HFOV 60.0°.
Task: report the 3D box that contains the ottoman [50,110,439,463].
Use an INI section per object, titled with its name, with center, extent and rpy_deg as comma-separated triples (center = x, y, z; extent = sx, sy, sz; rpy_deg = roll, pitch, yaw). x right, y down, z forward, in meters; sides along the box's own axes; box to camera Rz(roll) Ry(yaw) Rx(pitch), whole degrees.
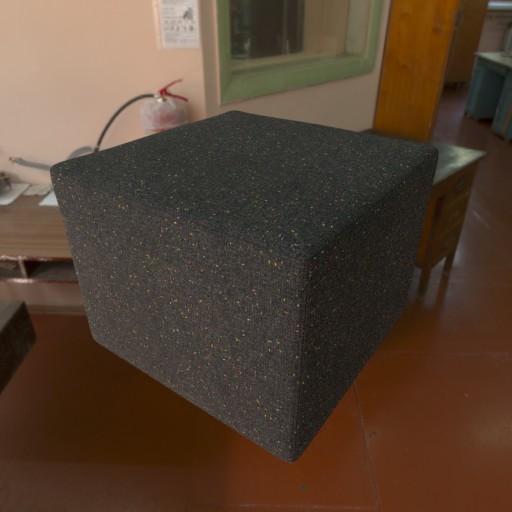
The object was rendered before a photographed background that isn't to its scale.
[ottoman]
center = 0.000, 0.000, 0.876
extent = 0.508, 0.432, 0.508
rpy_deg = 21, 37, 30
